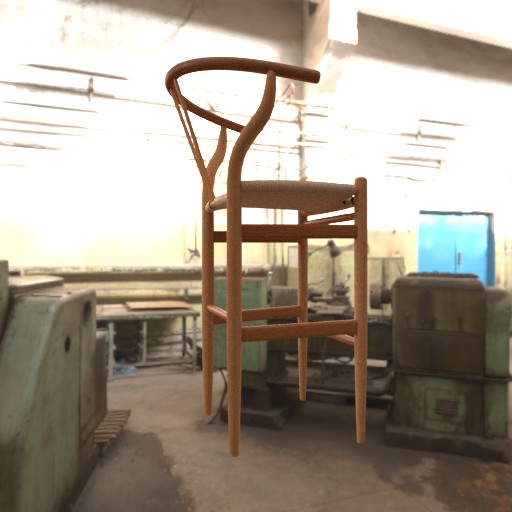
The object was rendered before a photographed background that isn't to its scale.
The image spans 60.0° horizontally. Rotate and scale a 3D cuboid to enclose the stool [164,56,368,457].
[{"bbox_3d":[0.000,0.000,1.379,0.561,1.068,0.574,0,0,-19],"label":"stool"}]
